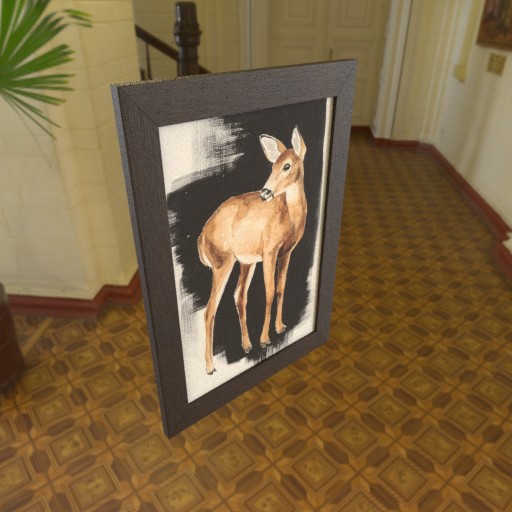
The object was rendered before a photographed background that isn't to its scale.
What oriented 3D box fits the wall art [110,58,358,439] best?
[{"bbox_3d":[0.000,0.000,0.658,0.359,0.513,0.017,-22,37,-33],"label":"wall art"}]
